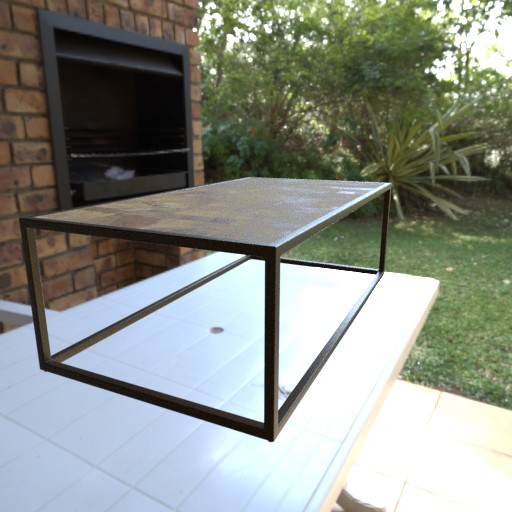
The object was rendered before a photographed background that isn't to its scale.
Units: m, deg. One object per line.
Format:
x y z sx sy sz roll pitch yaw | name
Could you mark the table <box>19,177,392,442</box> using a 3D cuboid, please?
0.000 0.000 1.466 0.649 0.398 1.199 7 17 25 | table
